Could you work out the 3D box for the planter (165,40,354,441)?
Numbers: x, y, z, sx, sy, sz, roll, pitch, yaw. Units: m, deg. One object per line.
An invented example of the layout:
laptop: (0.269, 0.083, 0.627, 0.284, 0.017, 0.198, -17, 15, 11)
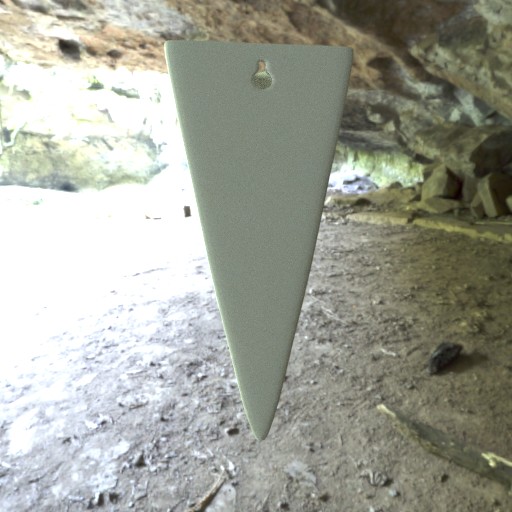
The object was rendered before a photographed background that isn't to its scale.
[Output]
planter: (0.000, 0.000, 0.396, 0.143, 0.338, 0.065, -2, 14, -9)
